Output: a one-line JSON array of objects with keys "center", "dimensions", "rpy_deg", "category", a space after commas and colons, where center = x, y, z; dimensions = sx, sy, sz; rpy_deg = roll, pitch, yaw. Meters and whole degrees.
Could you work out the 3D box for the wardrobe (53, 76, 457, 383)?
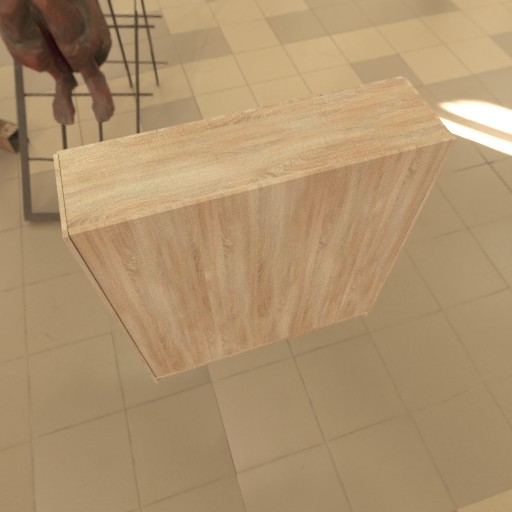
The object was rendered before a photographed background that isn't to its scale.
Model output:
[{"center": [0.000, 0.000, 3.193], "dimensions": [1.998, 2.159, 0.598], "rpy_deg": [-16, 59, -10], "category": "wardrobe"}]
